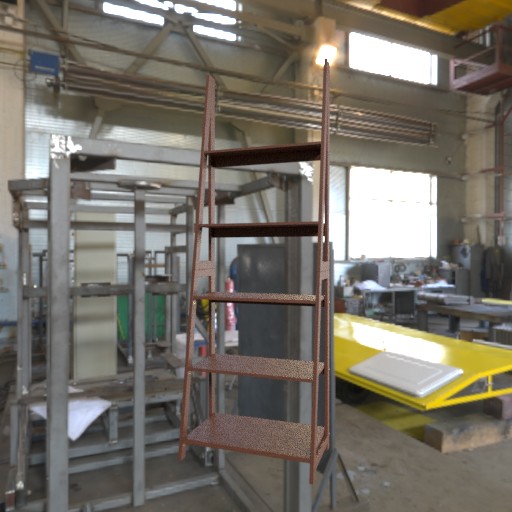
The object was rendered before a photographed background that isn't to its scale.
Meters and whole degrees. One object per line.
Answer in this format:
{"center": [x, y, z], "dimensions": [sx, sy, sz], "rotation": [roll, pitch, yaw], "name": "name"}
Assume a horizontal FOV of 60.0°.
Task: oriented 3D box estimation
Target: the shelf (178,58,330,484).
{"center": [0.000, 0.000, 1.976], "dimensions": [0.600, 1.770, 0.350], "rotation": [0, 1, 19], "name": "shelf"}
